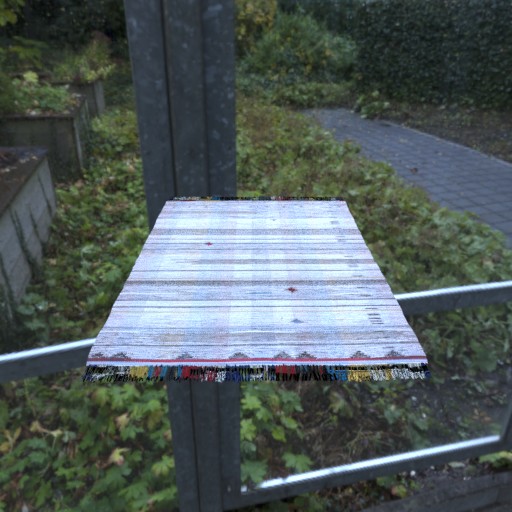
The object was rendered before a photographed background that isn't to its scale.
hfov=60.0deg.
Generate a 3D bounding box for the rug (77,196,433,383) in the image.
[{"bbox_3d":[0.000,0.000,2.276,1.217,0.012,1.848,0,27,0],"label":"rug"}]
